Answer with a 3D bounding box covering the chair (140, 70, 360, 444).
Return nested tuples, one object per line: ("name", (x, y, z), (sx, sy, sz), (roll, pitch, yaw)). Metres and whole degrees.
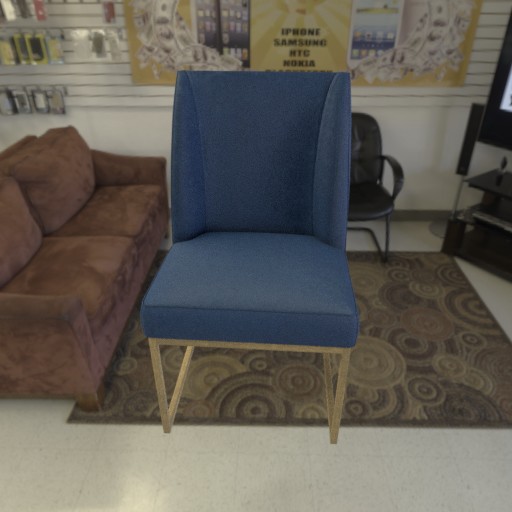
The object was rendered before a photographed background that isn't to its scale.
("chair", (0.000, 0.000, 1.198), (0.508, 0.863, 0.522), (2, 31, 4))
